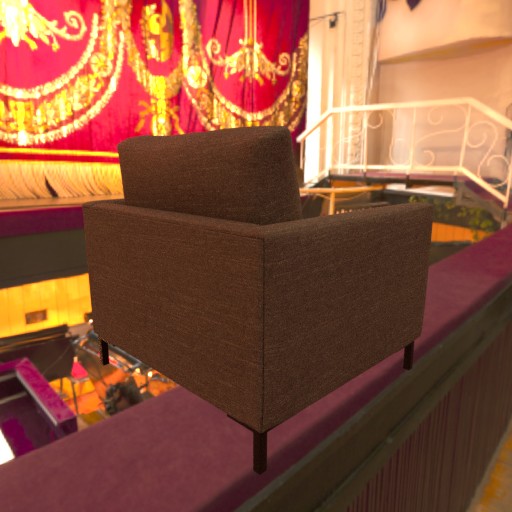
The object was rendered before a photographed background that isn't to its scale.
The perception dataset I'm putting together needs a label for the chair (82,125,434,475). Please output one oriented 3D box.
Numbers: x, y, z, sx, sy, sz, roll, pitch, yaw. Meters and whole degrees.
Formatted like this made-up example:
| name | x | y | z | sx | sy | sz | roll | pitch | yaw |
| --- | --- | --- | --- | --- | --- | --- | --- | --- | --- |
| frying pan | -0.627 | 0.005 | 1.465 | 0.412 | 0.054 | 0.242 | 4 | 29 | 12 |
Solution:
| name | x | y | z | sx | sy | sz | roll | pitch | yaw |
| --- | --- | --- | --- | --- | --- | --- | --- | --- | --- |
| chair | 0.000 | 0.000 | 1.575 | 0.845 | 0.841 | 0.940 | -12 | 18 | -43 |
